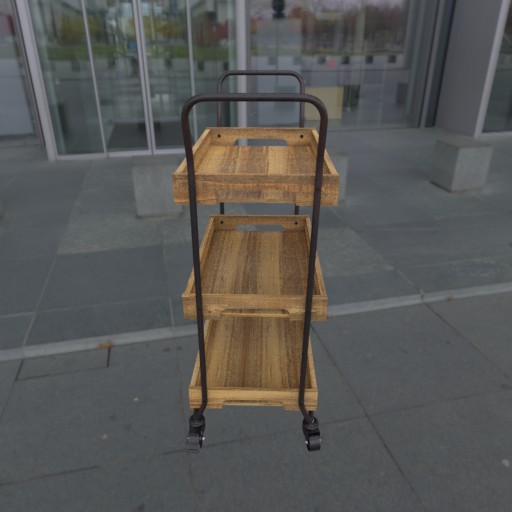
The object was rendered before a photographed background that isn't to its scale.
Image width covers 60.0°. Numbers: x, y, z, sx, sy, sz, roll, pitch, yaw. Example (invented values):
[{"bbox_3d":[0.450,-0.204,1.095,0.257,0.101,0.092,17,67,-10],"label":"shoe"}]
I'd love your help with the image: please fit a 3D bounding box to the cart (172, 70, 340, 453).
[{"bbox_3d":[0.000,0.000,1.151,0.339,0.857,0.583,1,26,2],"label":"cart"}]
